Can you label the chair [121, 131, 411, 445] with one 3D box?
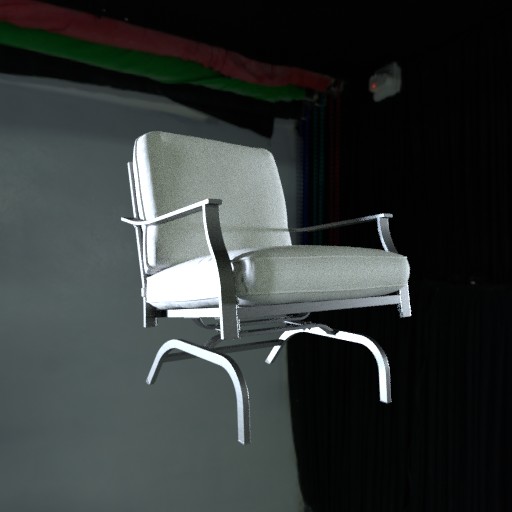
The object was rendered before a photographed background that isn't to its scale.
[{"bbox_3d":[0.000,0.000,1.422,0.650,0.860,0.787,0,0,-35],"label":"chair"}]
